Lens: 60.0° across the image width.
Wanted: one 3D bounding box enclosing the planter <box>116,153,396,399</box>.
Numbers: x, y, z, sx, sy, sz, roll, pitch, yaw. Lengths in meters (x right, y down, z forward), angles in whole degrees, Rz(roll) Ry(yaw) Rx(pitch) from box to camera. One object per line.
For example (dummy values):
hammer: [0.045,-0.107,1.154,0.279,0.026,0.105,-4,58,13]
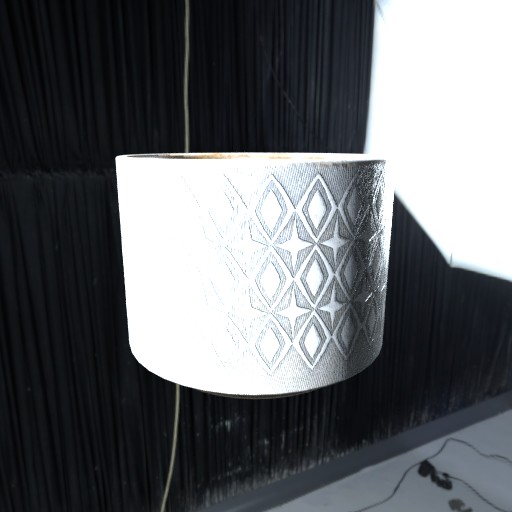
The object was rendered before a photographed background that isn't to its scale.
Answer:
planter: [0.000,0.000,0.325,0.186,0.144,0.186,0,14,0]
